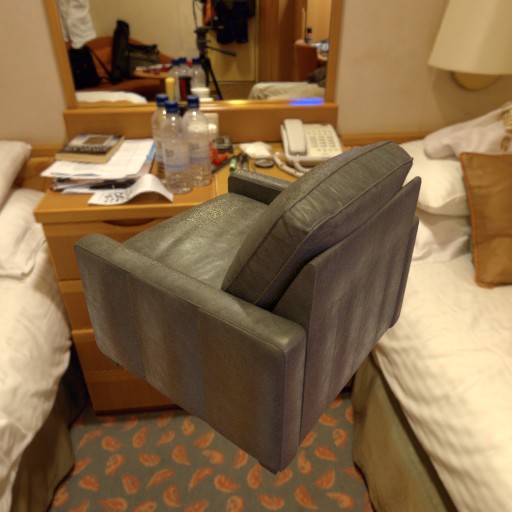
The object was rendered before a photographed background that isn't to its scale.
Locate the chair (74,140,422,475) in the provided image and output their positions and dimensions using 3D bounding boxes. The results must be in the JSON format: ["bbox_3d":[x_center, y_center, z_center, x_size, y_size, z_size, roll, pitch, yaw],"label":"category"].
[{"bbox_3d":[0.000,0.000,1.749,0.939,0.916,1.006,21,37,31],"label":"chair"}]
